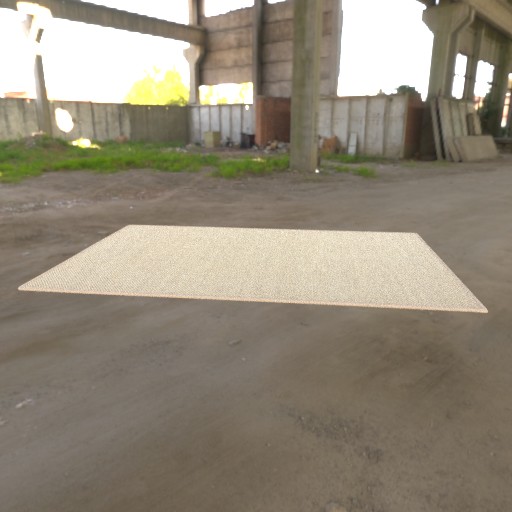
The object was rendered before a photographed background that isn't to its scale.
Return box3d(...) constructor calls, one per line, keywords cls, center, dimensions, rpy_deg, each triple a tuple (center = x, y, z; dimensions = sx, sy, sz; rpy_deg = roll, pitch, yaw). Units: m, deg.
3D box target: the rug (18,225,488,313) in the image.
box3d(cls="rug", center=(0.000, 0.000, 2.062), dimensions=(1.676, 0.013, 1.067), rpy_deg=(2, 17, 7))
